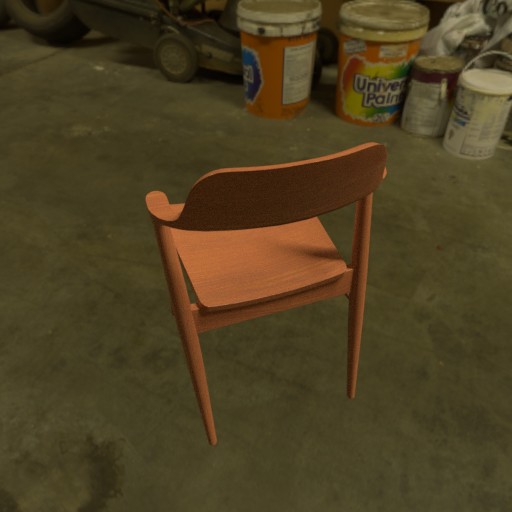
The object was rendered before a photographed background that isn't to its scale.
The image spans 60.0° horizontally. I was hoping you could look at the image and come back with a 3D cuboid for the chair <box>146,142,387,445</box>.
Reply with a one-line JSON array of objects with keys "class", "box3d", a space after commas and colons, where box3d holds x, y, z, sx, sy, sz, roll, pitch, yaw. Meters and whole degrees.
[{"class": "chair", "box3d": [0.000, 0.000, 1.136, 0.496, 0.801, 0.499, -13, 43, -14]}]
